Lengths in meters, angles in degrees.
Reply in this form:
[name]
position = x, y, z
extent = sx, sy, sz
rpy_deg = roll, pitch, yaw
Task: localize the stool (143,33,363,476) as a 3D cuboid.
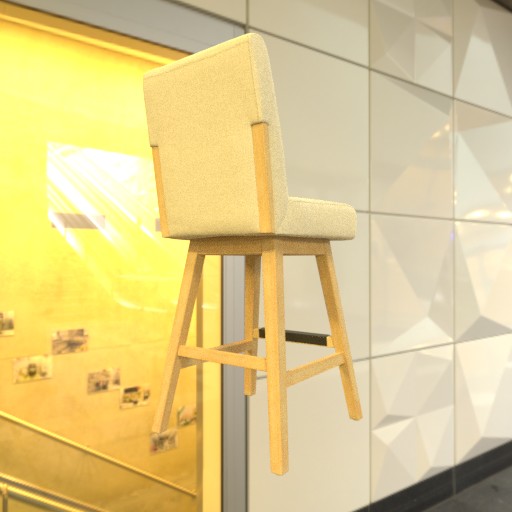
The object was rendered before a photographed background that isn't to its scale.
[stool]
position = 0.000, 0.000, 1.305
extent = 0.446, 1.015, 0.543
rpy_deg = 0, -1, 36
